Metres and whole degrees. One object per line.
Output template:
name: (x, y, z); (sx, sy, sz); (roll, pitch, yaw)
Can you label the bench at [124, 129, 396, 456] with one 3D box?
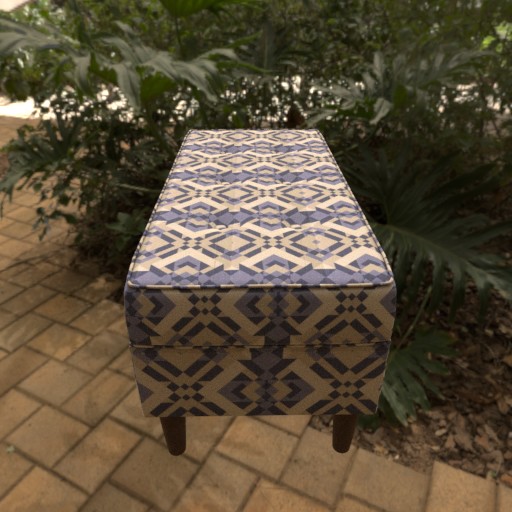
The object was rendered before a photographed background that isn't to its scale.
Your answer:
bench: (0.000, 0.000, 1.286); (0.492, 0.477, 1.016); (0, 31, -1)
